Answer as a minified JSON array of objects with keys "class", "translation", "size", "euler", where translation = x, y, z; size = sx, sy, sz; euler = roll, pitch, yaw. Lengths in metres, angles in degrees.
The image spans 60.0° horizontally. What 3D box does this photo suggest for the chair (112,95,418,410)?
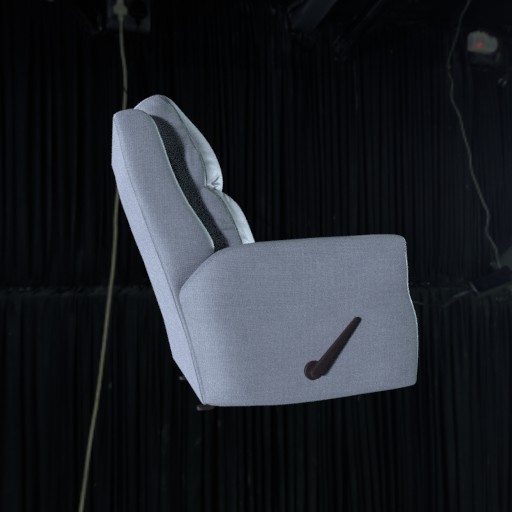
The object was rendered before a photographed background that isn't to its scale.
[{"class":"chair","translation":[0.000,0.000,1.746],"size":[1.080,1.030,0.829],"euler":[0,0,-18]}]
